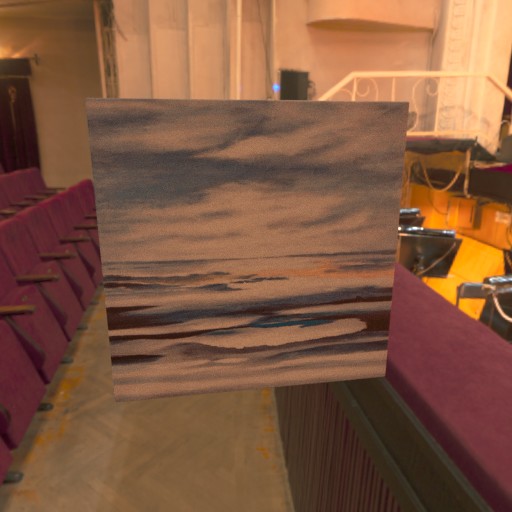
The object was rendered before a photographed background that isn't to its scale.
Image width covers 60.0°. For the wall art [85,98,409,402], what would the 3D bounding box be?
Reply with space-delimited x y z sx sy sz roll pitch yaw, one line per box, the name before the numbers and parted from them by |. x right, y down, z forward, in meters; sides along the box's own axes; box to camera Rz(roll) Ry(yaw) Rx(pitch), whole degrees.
wall art | 0.000 0.000 1.124 0.747 0.747 0.035 -3 16 -9
